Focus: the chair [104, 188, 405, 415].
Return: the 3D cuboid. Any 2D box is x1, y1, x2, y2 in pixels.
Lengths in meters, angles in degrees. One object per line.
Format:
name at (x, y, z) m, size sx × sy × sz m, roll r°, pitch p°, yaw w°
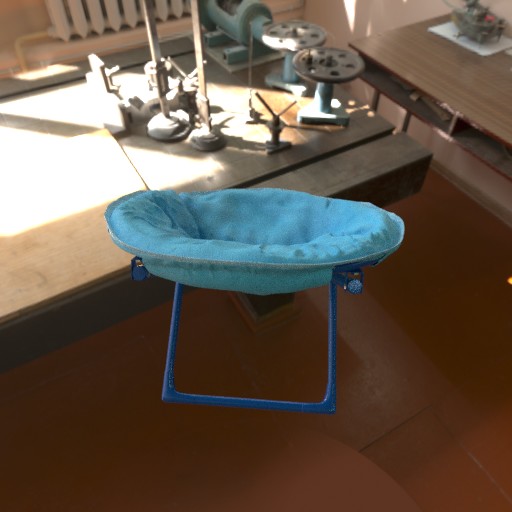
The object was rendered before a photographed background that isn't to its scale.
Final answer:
chair at (0.000, 0.000, 0.890) m, size 0.520 × 0.478 × 0.465 m, roll 3°, pitch 48°, yaw 3°
